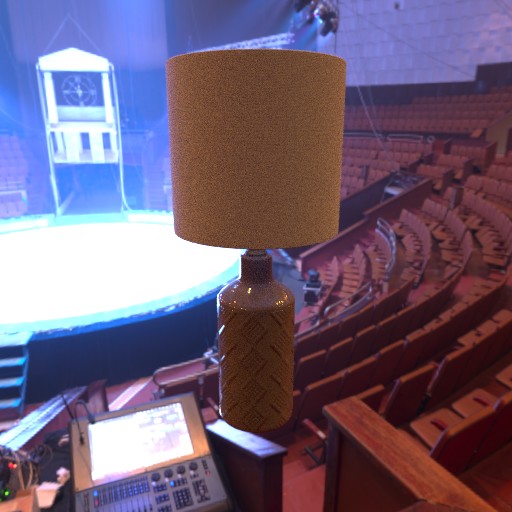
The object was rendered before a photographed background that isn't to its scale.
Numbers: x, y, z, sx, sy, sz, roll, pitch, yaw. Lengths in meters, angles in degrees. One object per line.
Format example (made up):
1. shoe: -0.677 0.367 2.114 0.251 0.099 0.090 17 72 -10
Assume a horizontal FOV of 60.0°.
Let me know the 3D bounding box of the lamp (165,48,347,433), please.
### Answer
1. lamp: 0.000 0.000 0.576 0.207 0.461 0.207 -8 17 -26
